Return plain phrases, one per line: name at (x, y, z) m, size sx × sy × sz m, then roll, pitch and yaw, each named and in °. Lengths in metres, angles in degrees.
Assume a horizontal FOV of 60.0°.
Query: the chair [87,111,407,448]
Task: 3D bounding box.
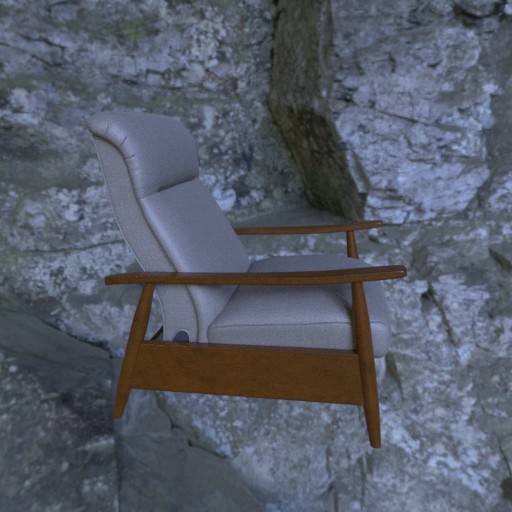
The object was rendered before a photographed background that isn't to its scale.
chair at (0.000, 0.000, 1.756) m, size 1.032 × 1.082 × 0.762 m, roll 3°, pitch 16°, yaw 9°
